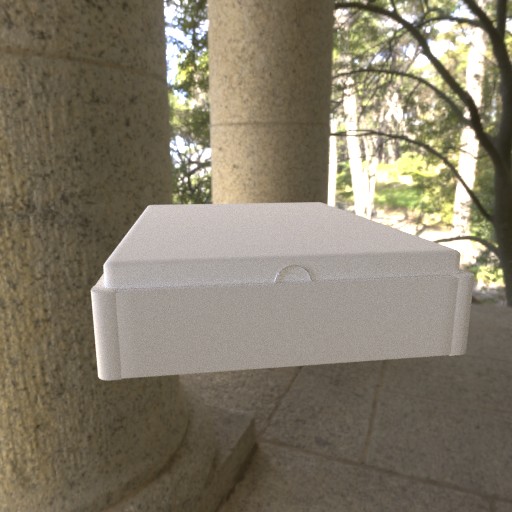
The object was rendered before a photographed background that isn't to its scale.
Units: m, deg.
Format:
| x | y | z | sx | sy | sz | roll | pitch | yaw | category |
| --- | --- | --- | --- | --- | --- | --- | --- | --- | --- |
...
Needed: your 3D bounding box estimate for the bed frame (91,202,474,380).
| x | y | z | sx | sy | sz | roll | pitch | yaw | category |
| --- | --- | --- | --- | --- | --- | --- | --- | --- | --- |
| 0.000 | 0.000 | 2.492 | 1.400 | 0.406 | 1.900 | -2 | 13 | -8 | bed frame |
